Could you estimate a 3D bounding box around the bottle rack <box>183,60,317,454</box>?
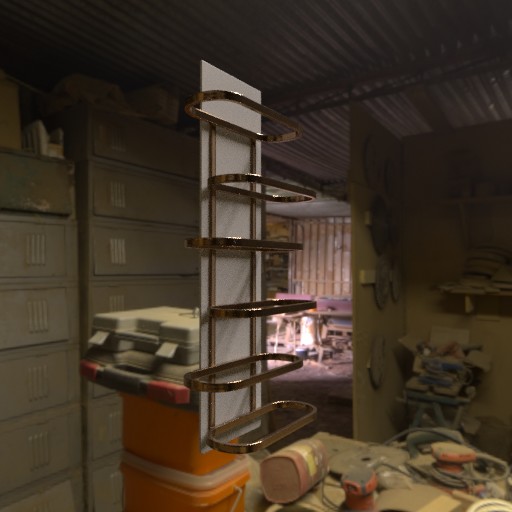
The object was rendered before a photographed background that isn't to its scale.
[{"bbox_3d":[0.000,0.000,0.835,0.118,0.709,0.332,-1,-2,37],"label":"bottle rack"}]
